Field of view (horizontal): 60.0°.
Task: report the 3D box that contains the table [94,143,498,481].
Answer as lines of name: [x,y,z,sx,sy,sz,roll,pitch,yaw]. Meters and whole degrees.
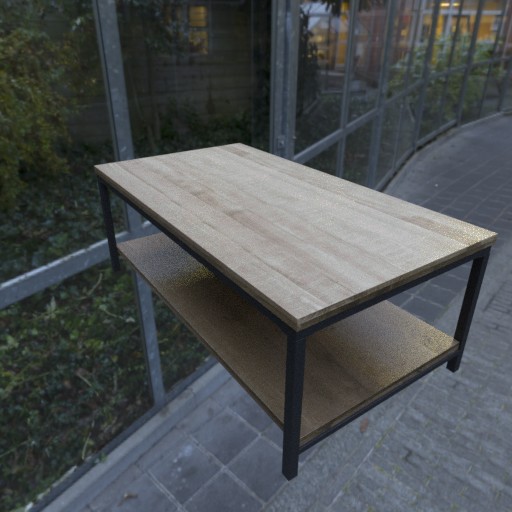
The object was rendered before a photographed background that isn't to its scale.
table: [0.000,0.000,1.318,0.574,0.393,1.062,-18,32,-30]
